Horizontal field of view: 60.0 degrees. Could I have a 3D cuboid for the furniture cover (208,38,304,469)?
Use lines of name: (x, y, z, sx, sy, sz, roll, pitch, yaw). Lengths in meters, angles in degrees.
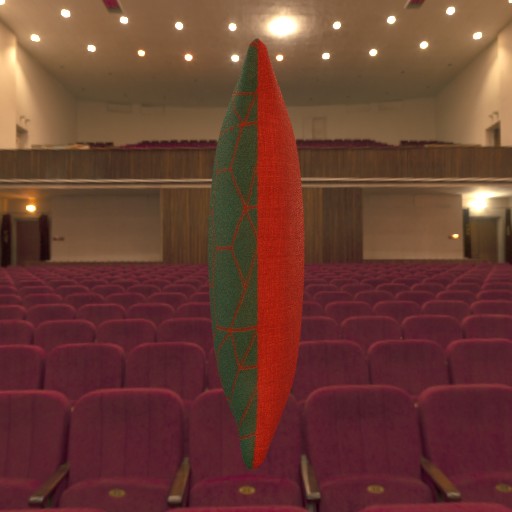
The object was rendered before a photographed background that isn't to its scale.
furniture cover: (0.000, 0.000, 0.773, 0.158, 0.508, 0.517, 0, -1, 0)
